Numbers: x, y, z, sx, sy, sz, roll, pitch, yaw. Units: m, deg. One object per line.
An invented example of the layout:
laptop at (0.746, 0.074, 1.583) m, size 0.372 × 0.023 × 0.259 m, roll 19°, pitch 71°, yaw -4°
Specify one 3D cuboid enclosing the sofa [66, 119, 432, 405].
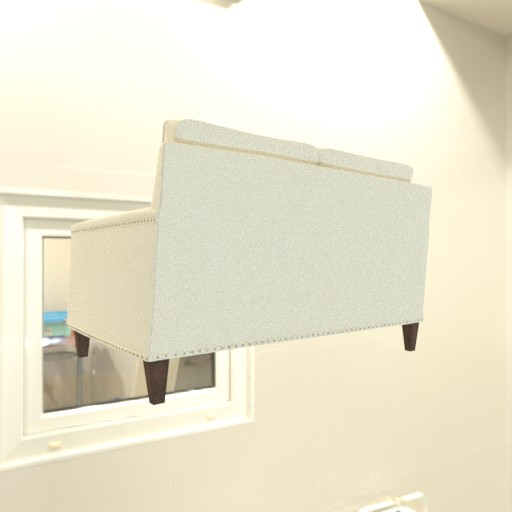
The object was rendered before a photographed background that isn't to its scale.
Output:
sofa at (0.000, 0.000, 2.262) m, size 1.597 × 1.003 × 1.084 m, roll 0°, pitch 0°, yaw -37°
